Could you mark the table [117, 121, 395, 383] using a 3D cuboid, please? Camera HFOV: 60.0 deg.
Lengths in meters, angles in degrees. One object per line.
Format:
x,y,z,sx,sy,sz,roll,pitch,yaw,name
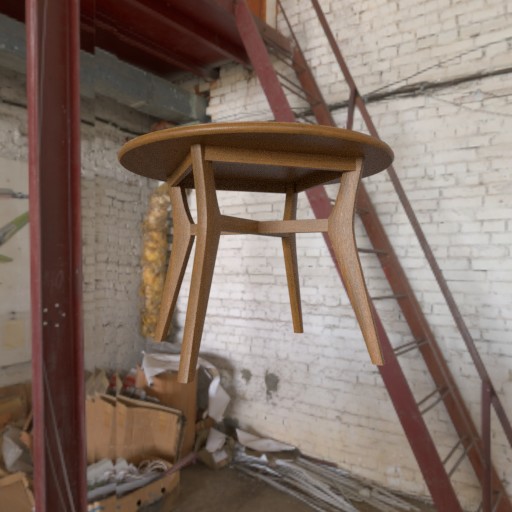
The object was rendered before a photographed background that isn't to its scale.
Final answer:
0.000,0.000,1.768,1.055,0.757,1.055,0,0,0,table
